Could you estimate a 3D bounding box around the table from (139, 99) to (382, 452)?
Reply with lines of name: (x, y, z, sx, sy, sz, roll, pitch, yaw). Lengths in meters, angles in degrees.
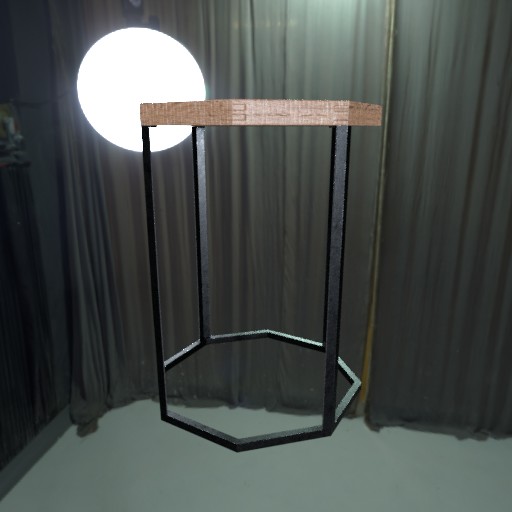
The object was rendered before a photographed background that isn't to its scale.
table: (0.000, 0.000, 0.865, 0.437, 0.553, 0.437, 2, 16, 8)
